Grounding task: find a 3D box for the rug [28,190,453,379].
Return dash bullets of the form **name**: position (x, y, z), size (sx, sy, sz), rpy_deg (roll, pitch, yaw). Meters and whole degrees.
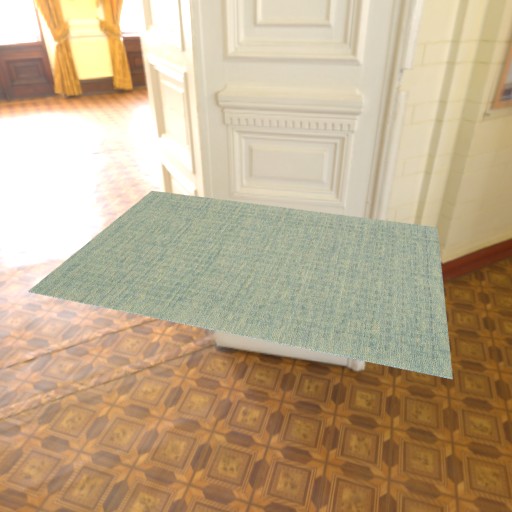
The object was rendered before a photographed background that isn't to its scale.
- **rug**: position (0.000, 0.000, 2.202), size (1.752, 0.006, 1.142), rpy_deg (9, 33, 14)
